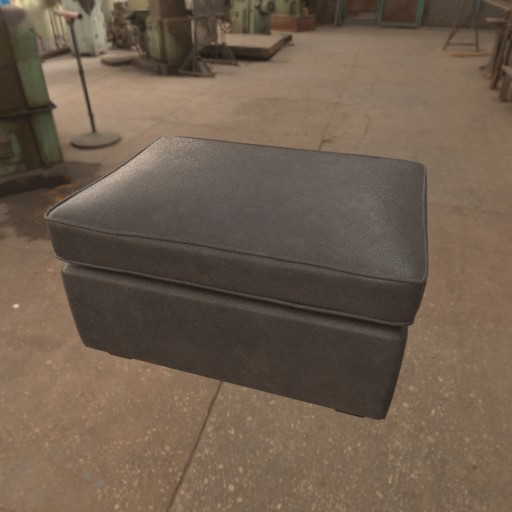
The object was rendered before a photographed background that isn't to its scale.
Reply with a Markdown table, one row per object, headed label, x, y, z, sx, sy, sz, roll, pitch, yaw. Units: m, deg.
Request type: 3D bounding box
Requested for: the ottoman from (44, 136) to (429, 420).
| label | x | y | z | sx | sy | sz | roll | pitch | yaw |
| --- | --- | --- | --- | --- | --- | --- | --- | --- | --- |
| ottoman | 0.000 | 0.000 | 1.112 | 0.756 | 0.445 | 0.554 | 10 | 35 | 14 |
